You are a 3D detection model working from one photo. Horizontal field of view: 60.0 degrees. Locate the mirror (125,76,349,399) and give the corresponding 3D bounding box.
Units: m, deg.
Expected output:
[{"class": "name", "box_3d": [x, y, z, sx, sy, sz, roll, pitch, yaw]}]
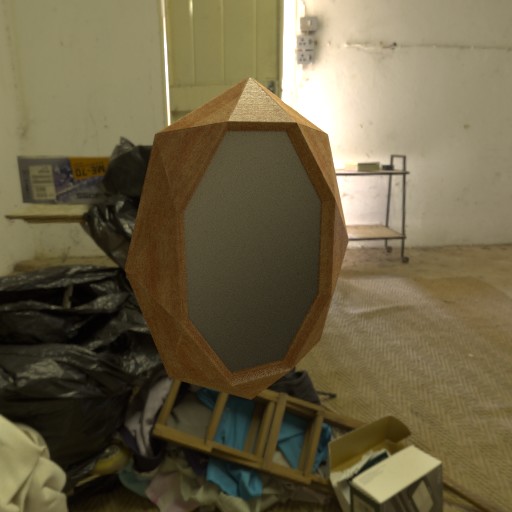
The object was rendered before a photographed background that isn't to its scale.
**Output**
[{"class": "mirror", "box_3d": [0.000, 0.000, 1.013, 0.577, 0.774, 0.070, -7, 16, -26]}]
